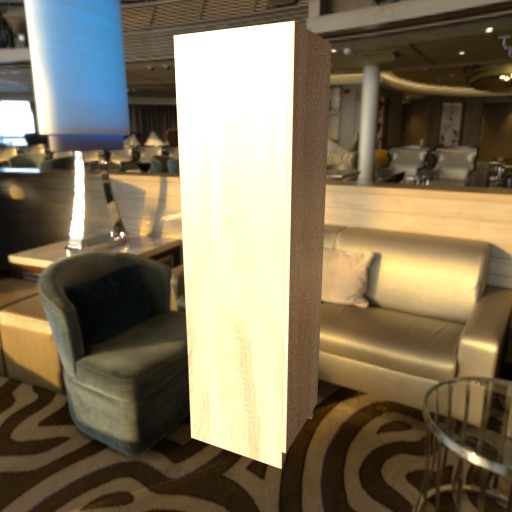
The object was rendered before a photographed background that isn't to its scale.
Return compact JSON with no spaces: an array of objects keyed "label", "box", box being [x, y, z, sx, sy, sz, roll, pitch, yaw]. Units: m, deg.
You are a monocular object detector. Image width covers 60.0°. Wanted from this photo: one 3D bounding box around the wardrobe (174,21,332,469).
[{"label":"wardrobe","box":[0.000,0.000,2.370,0.588,2.117,0.496,7,17,25]}]
